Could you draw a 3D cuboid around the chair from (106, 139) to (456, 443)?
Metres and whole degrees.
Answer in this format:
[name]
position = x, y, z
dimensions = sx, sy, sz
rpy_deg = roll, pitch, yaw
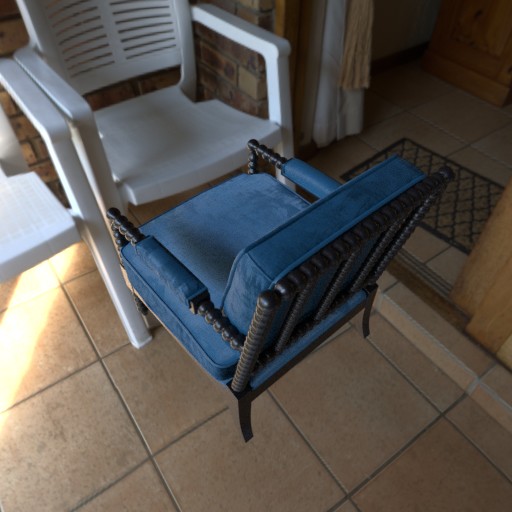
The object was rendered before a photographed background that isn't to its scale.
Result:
[chair]
position = 0.000, 0.000, 1.458
dimensions = 0.688, 0.857, 0.805
rpy_deg = -33, 55, -26
